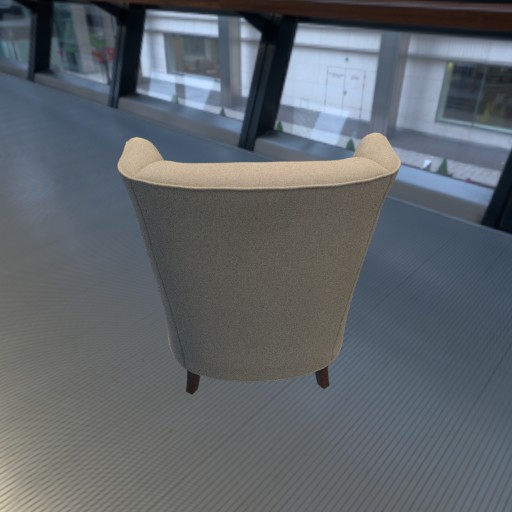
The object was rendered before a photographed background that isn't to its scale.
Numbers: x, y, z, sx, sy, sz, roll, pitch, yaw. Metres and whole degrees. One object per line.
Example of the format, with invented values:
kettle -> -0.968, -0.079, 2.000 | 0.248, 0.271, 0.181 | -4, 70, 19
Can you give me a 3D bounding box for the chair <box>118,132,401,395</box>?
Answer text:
chair -> 0.000, 0.000, 1.764 | 0.838, 1.040, 0.966 | -2, 31, -3
